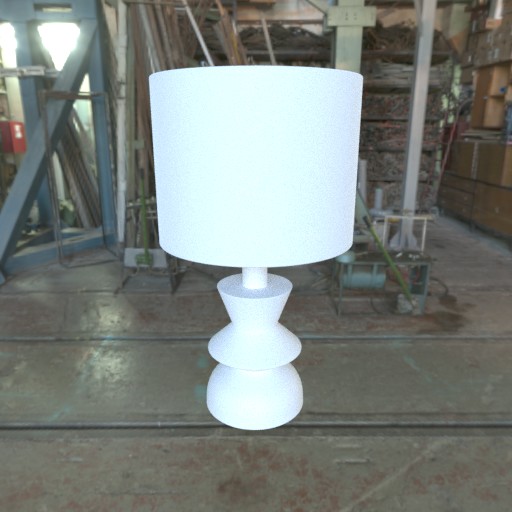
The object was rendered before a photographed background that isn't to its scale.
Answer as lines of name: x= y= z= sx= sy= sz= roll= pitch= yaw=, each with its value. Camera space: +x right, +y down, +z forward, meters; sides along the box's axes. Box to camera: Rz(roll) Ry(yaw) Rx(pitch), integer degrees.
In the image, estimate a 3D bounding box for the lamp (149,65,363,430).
lamp: x=0.000 y=0.000 z=0.715 sx=0.301 sy=0.533 sz=0.301 roll=16 pitch=23 yaw=42
